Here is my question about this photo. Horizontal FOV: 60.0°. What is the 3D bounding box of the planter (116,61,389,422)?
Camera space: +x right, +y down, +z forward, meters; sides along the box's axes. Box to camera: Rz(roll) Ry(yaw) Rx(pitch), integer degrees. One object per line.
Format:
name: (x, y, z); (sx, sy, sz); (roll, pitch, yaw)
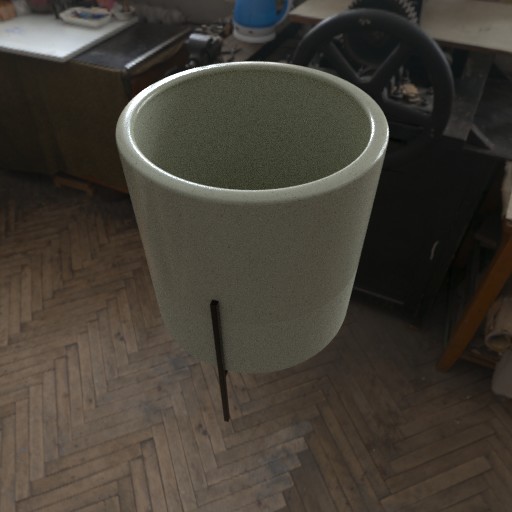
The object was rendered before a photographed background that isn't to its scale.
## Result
planter: (0.000, 0.000, 0.689); (0.323, 0.475, 0.314); (-10, 47, -10)
